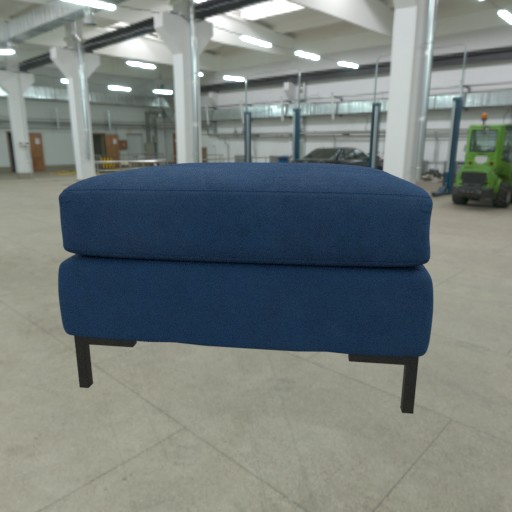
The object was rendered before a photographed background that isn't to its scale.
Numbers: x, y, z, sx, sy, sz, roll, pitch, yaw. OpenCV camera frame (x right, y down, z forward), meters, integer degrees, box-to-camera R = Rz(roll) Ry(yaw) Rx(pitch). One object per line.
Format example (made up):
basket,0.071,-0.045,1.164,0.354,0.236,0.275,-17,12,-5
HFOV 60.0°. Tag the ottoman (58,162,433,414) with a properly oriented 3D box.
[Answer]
ottoman,0.000,0.000,1.192,0.794,0.485,0.655,2,14,8
